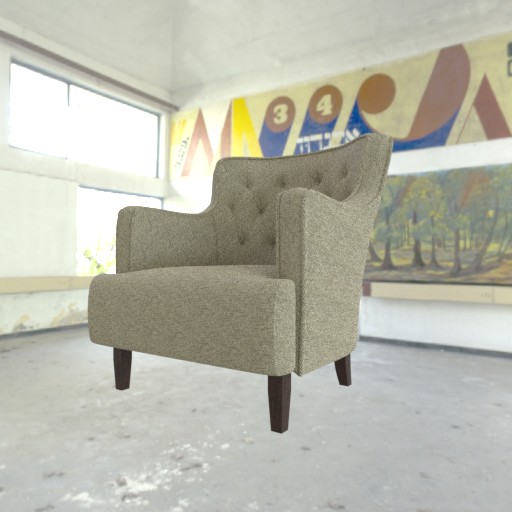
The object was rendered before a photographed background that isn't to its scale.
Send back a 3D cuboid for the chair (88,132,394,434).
[{"bbox_3d":[0.000,0.000,1.664,0.820,0.920,0.910,0,0,35],"label":"chair"}]
